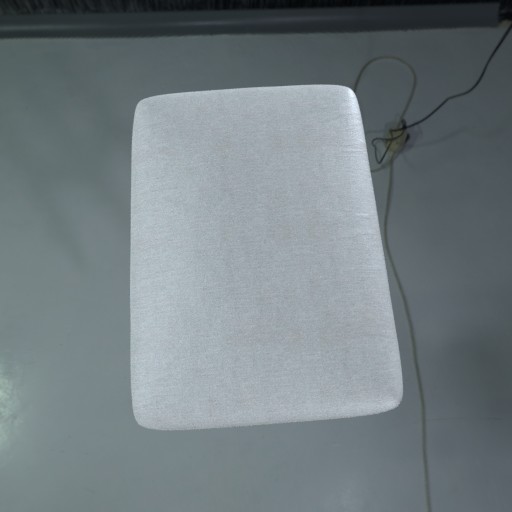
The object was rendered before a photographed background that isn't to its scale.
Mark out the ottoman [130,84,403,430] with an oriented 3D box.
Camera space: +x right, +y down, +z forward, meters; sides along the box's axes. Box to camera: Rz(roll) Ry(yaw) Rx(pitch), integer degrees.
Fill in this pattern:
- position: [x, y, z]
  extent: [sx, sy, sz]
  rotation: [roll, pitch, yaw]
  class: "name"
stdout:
- position: [0.000, 0.000, 1.053]
  extent: [0.528, 0.404, 0.735]
  rotation: [-4, 73, -1]
  class: "ottoman"
